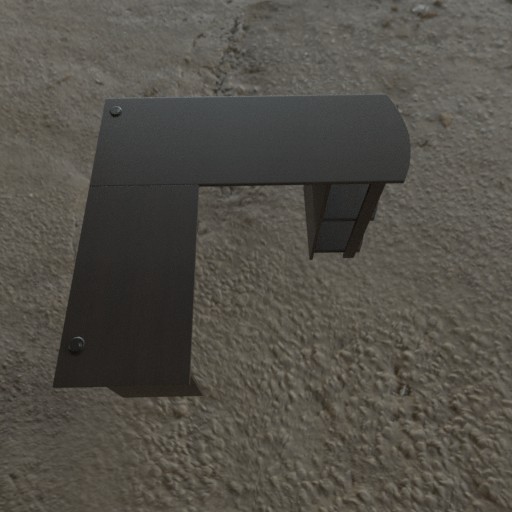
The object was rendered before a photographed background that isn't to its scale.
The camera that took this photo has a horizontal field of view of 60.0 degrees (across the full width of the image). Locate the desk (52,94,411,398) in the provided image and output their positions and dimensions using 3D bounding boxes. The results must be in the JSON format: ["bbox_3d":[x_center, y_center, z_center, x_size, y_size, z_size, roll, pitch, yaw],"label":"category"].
[{"bbox_3d":[0.000,0.000,2.071,1.361,0.716,1.303,-1,63,-1],"label":"desk"}]
